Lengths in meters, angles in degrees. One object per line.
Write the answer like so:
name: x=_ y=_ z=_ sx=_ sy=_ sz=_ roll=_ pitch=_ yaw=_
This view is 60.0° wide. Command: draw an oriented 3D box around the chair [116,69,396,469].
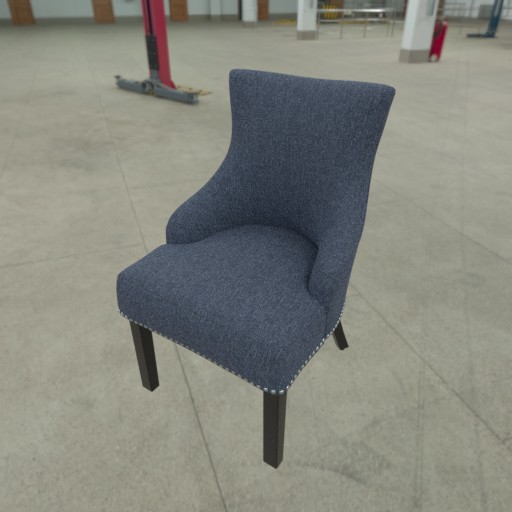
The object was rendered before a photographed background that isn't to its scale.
chair: x=0.000 y=0.000 z=1.274 sx=0.566 sy=0.909 sz=0.629 roll=19 pitch=36 yaw=29
